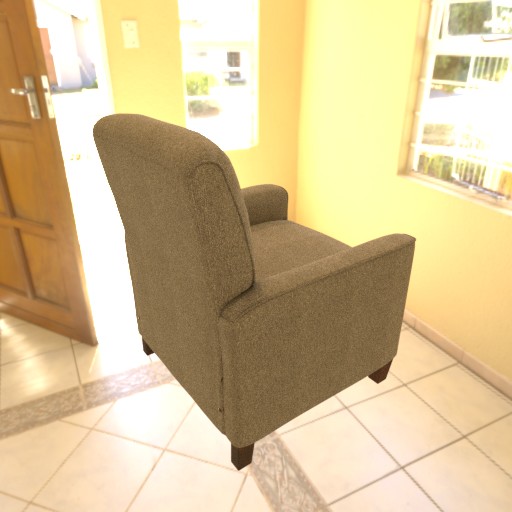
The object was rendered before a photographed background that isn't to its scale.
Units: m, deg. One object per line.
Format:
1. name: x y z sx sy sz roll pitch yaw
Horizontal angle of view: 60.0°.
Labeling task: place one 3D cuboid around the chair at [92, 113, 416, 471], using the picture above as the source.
1. chair: 0.000 0.000 1.628 0.858 1.028 0.841 -18 31 -32
